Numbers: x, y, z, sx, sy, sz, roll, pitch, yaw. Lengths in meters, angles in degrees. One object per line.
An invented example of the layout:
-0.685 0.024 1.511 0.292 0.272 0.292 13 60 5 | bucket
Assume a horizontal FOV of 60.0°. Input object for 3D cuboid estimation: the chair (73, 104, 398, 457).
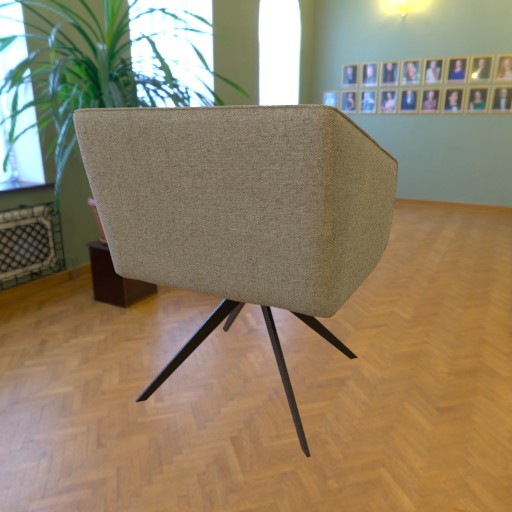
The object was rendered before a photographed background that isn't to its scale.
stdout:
0.000 0.000 1.218 0.628 0.760 0.623 9 19 26 | chair
